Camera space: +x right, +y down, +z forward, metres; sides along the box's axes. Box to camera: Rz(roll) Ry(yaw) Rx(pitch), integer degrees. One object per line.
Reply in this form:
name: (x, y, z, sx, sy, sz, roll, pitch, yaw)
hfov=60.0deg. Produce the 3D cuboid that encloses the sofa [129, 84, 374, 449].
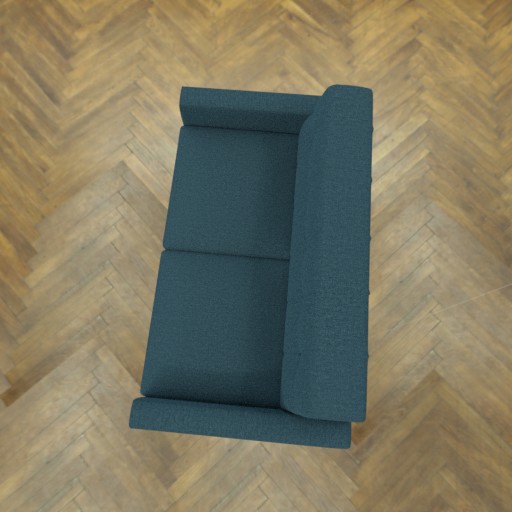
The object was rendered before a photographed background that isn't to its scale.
sofa: (0.000, 0.000, 2.171, 0.942, 0.896, 1.651, 5, 74, 1)
